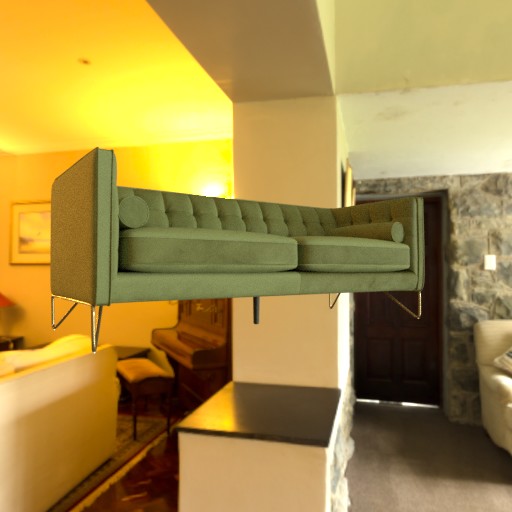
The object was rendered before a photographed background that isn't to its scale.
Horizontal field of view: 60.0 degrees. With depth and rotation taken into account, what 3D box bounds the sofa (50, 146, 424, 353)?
[{"bbox_3d":[0.000,0.000,2.583,2.087,0.789,0.867,1,-2,-35],"label":"sofa"}]
